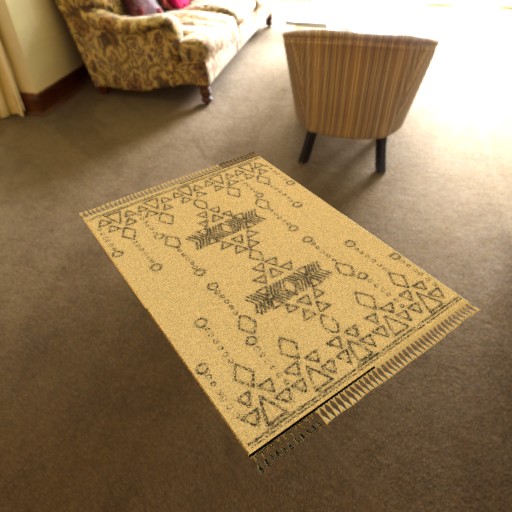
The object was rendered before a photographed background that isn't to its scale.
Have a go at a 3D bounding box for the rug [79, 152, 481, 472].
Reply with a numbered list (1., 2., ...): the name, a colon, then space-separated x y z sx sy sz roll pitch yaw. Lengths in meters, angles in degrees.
1. rug: 0.000 0.000 2.961 1.600 0.013 2.312 -26 48 -26
